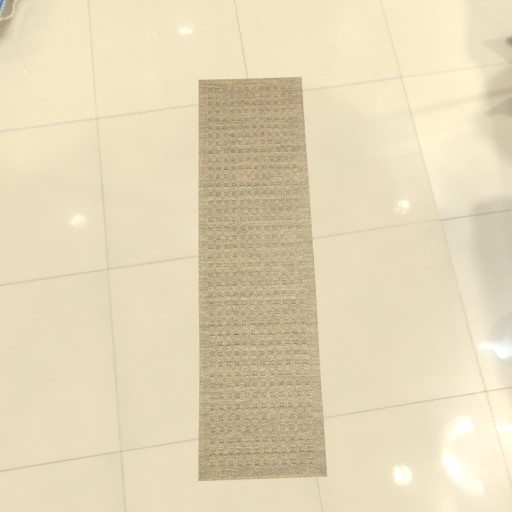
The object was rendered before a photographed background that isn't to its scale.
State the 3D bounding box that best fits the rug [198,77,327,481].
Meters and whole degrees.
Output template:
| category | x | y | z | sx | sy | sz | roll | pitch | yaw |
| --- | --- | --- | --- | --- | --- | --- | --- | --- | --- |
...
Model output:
| category | x | y | z | sx | sy | sz | roll | pitch | yaw |
| --- | --- | --- | --- | --- | --- | --- | --- | --- | --- |
| rug | 0.000 | 0.000 | 2.647 | 0.688 | 0.005 | 2.437 | -2 | 76 | 0 |
